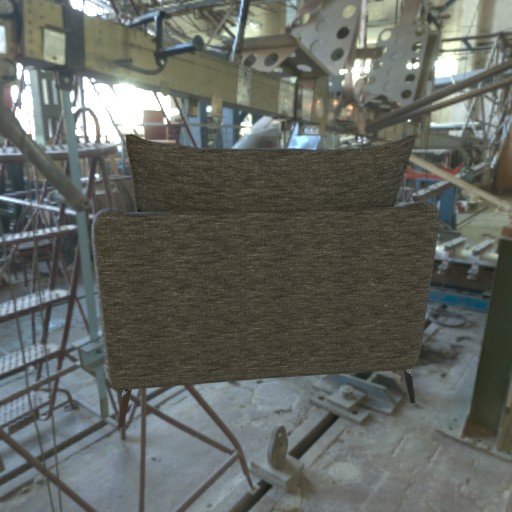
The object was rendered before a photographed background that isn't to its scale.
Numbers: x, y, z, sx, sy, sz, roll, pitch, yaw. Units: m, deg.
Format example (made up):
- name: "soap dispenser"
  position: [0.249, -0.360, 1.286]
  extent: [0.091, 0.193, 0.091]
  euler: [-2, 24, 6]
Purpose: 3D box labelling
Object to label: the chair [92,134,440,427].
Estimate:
- name: "chair"
  position: [0.000, 0.000, 1.604]
  extent: [1.004, 0.842, 0.805]
  euler: [-2, 15, -8]
